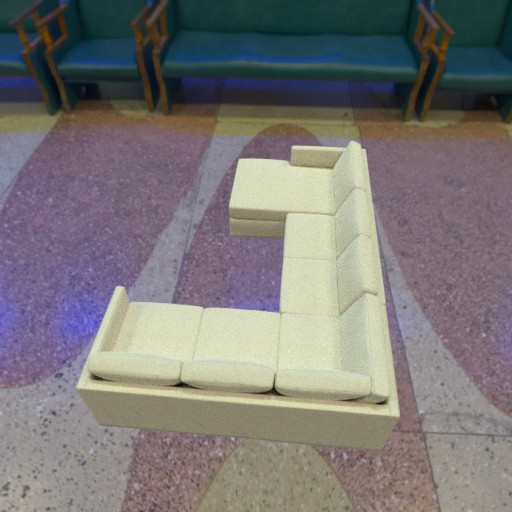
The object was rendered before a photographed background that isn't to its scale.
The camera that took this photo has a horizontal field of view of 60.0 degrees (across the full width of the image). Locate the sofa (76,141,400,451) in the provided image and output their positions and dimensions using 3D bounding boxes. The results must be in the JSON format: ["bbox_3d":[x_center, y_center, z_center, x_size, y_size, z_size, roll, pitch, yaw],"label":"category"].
[{"bbox_3d":[0.000,0.000,4.610,2.448,0.882,3.464,4,47,3],"label":"sofa"}]
